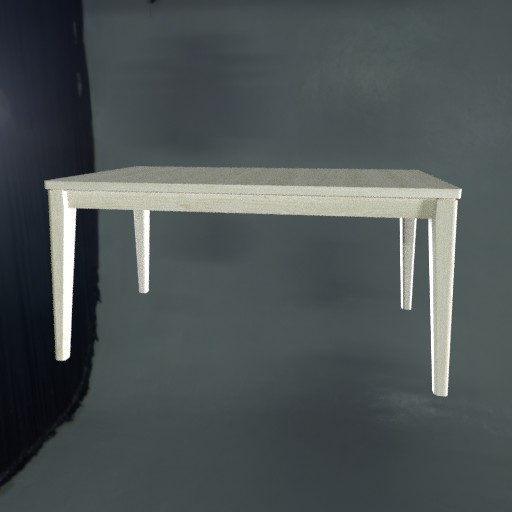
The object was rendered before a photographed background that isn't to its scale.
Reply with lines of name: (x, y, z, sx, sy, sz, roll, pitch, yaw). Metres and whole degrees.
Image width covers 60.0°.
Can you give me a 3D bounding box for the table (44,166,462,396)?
table: (0.000, 0.000, 2.099, 1.600, 0.760, 0.900, 3, 16, 10)
